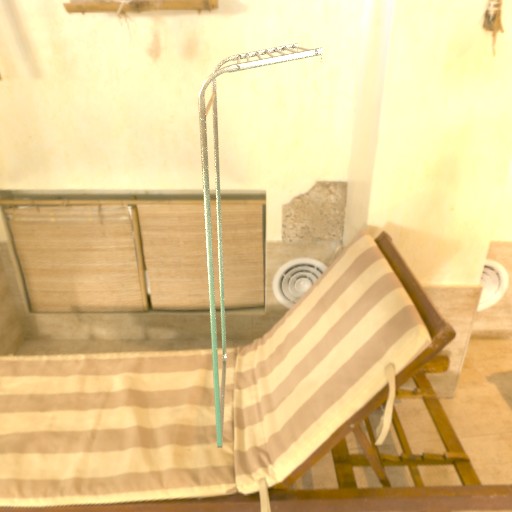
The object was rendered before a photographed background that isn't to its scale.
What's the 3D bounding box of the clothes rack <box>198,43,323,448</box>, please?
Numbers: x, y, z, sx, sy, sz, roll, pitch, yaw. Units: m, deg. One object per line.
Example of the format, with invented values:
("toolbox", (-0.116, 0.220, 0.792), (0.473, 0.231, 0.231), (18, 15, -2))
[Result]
("clothes rack", (0.000, 0.000, 1.828), (0.349, 1.574, 0.609), (-1, 27, -1))
